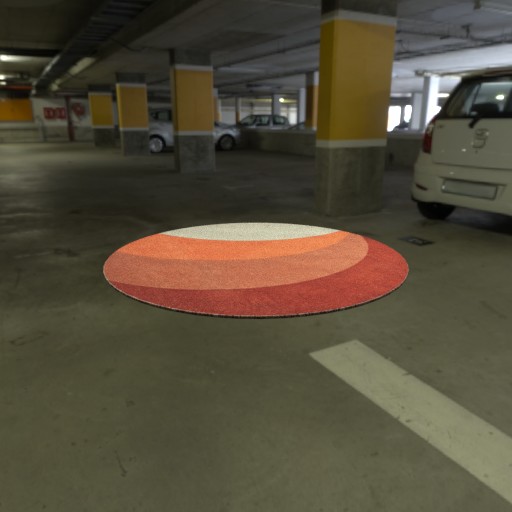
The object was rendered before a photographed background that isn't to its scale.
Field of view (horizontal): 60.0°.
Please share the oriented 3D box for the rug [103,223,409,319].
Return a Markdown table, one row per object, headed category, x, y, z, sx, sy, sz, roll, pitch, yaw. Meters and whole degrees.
| category | x | y | z | sx | sy | sz | roll | pitch | yaw |
| --- | --- | --- | --- | --- | --- | --- | --- | --- | --- |
| rug | 0.000 | 0.000 | 2.313 | 1.514 | 0.015 | 1.514 | 0 | 17 | 0 |
